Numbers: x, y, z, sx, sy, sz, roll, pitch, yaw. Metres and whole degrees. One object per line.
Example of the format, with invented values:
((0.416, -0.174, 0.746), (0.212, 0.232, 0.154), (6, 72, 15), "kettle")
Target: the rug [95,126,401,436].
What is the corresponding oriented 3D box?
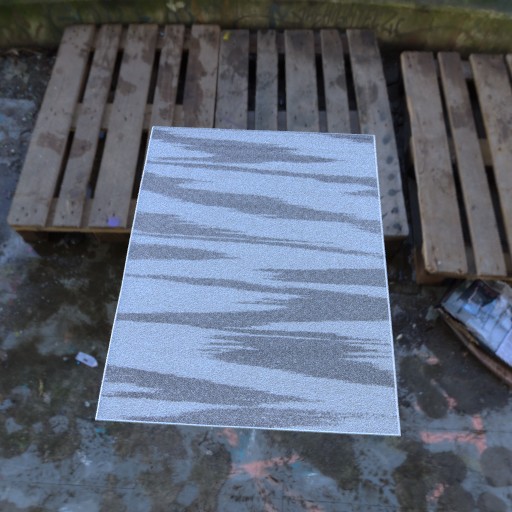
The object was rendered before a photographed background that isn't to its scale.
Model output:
((0.000, 0.000, 4.033), (2.353, 0.014, 2.945), (3, 64, 1), "rug")
